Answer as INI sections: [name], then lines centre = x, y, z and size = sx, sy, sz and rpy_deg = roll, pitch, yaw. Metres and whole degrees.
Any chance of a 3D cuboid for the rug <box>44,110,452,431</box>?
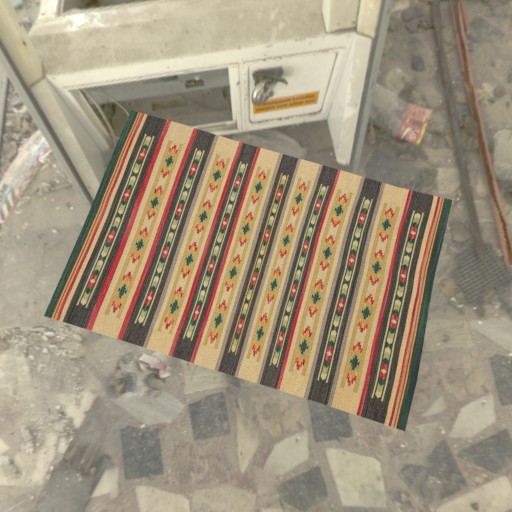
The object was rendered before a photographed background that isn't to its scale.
[rug]
centre = 0.000, 0.000, 2.868
size = 2.311, 0.010, 1.522
rpy_deg = 17, 76, 4
